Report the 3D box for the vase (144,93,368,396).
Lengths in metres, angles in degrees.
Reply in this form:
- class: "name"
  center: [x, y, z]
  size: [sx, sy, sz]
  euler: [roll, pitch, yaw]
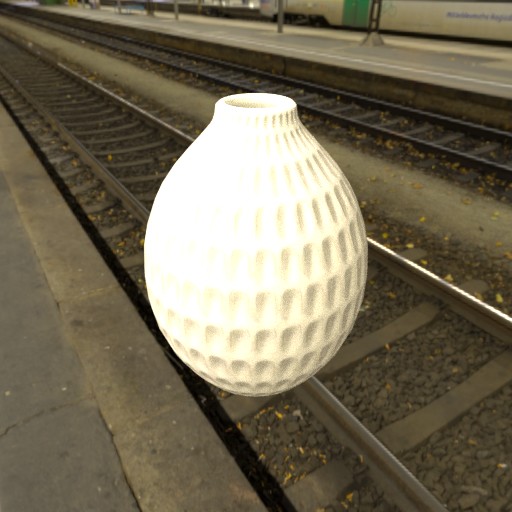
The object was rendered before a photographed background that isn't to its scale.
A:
- class: "vase"
  center: [0.000, 0.000, 0.329]
  size: [0.162, 0.223, 0.162]
  euler: [0, 31, 0]
